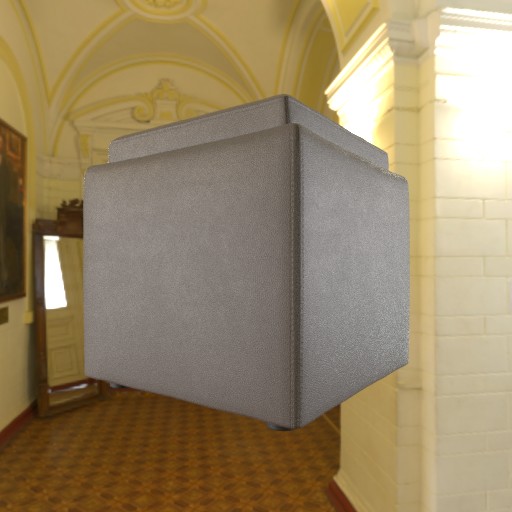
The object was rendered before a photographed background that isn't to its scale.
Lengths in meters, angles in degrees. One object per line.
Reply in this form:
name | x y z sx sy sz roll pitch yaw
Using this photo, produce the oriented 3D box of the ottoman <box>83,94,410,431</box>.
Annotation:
ottoman | 0.000 0.000 0.829 0.450 0.460 0.451 -1 -1 36
